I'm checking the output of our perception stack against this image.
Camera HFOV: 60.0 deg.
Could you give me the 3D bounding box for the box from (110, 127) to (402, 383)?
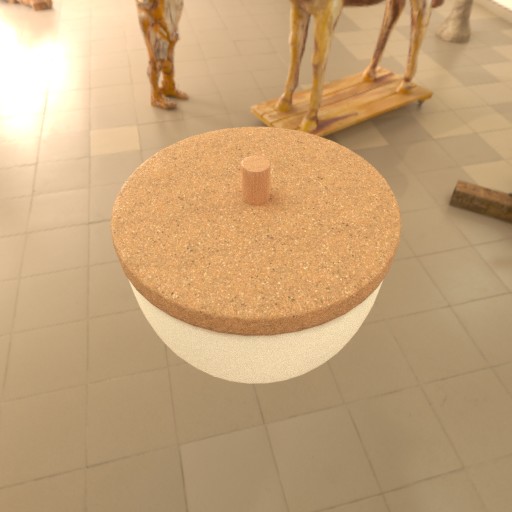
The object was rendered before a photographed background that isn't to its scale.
[{"bbox_3d":[0.000,0.000,0.188,0.107,0.094,0.107,0,47,0],"label":"box"}]
